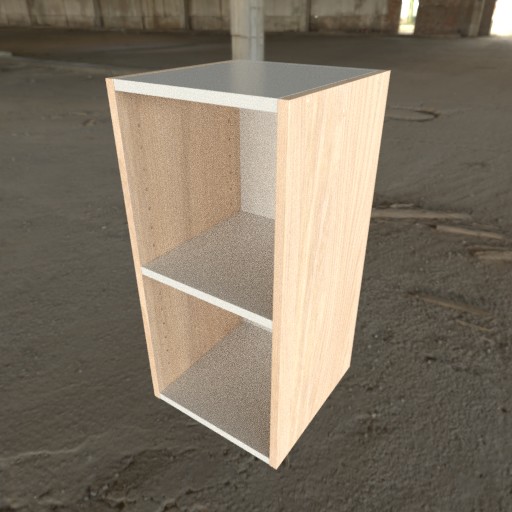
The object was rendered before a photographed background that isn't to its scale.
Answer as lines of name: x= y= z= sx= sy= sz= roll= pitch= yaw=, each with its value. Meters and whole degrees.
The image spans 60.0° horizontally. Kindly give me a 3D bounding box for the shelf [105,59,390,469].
shelf: x=0.000 y=0.000 z=0.776 sx=0.290 sy=0.594 sz=0.297 roll=19 pitch=34 yaw=30
